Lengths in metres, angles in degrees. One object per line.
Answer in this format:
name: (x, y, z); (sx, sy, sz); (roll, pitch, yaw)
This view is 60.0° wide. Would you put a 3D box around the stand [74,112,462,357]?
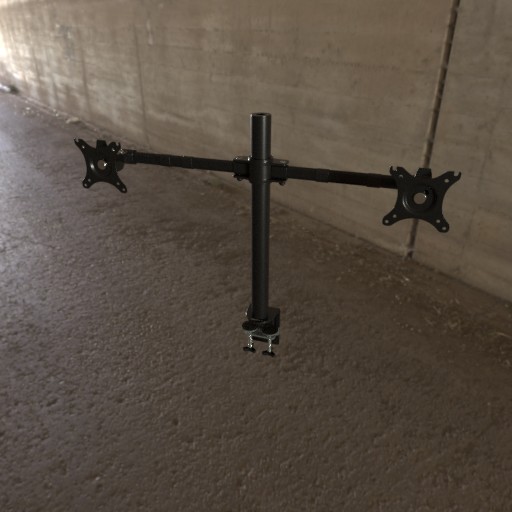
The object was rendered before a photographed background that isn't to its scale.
stand: (0.000, 0.000, 0.992); (0.743, 0.603, 0.150); (9, 29, 16)
